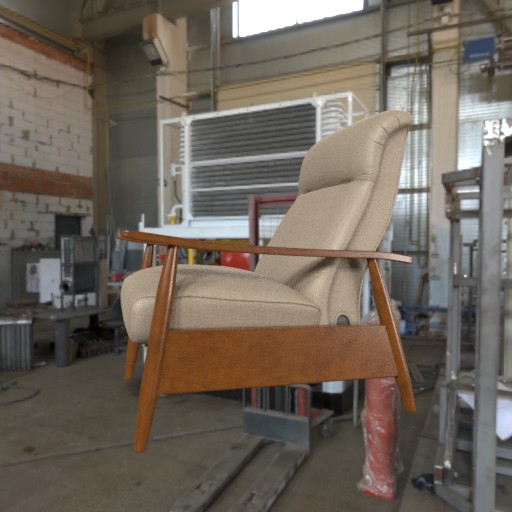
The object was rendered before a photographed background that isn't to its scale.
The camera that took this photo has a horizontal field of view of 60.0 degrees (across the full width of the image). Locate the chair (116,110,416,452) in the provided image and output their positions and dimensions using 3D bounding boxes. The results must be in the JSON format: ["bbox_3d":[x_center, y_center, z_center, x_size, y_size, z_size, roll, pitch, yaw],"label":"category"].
[{"bbox_3d":[0.000,0.000,1.740,1.032,1.082,0.762,-1,2,-19],"label":"chair"}]
